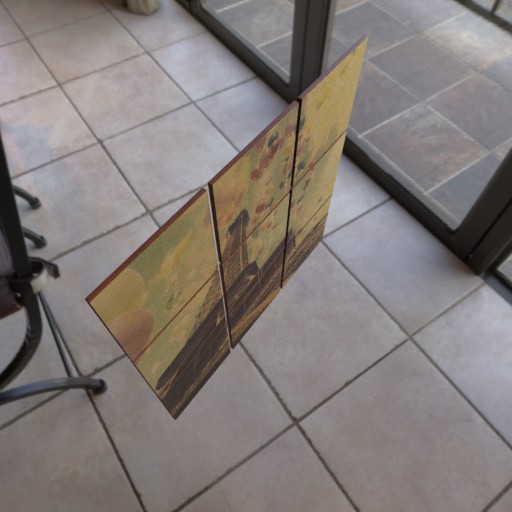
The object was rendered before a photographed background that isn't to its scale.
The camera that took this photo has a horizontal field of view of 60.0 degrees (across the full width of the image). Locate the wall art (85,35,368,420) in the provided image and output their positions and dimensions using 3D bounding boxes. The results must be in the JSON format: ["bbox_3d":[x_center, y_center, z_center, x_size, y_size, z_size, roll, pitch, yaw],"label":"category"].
[{"bbox_3d":[0.000,0.000,1.782,0.017,1.246,1.256,33,64,18],"label":"wall art"}]
